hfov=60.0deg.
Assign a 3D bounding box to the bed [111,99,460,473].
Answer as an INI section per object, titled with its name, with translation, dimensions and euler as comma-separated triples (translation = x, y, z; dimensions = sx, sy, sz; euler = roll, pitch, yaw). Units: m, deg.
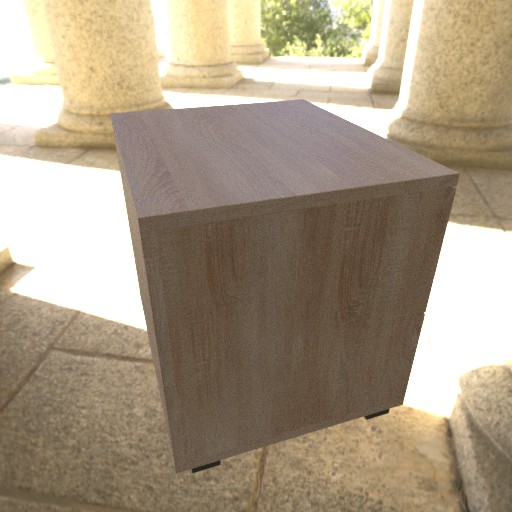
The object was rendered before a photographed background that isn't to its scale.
[bed]
translation = 0.000, 0.000, 0.779
dimensions = 0.401, 0.420, 0.460
euler = -10, 32, -16
